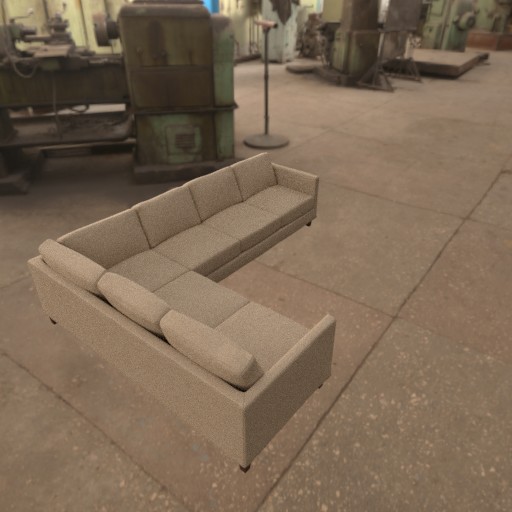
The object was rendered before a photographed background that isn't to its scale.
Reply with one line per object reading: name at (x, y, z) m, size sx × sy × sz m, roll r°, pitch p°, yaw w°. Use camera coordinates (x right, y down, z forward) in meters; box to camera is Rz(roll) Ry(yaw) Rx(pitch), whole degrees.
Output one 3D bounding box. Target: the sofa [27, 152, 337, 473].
sofa at (0.000, 0.000, 4.257) m, size 2.432 × 0.863 × 3.182 m, roll 23°, pitch 39°, yaw 32°
